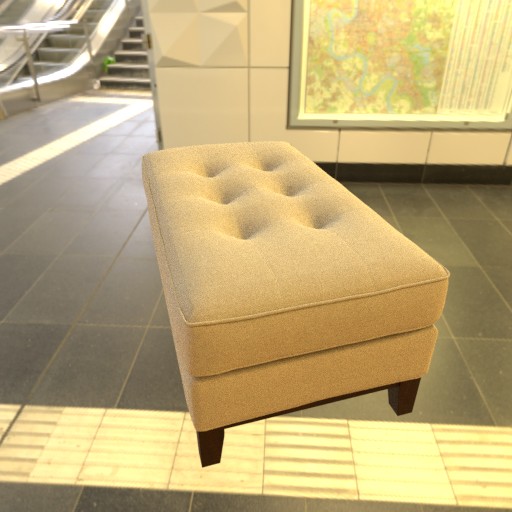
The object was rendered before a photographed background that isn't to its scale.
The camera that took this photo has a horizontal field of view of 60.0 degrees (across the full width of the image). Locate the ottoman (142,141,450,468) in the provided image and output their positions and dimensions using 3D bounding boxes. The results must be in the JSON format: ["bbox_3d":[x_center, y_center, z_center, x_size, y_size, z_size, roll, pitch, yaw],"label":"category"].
[{"bbox_3d":[0.000,0.000,1.491,0.648,0.508,1.143,-9,32,-14],"label":"ottoman"}]
